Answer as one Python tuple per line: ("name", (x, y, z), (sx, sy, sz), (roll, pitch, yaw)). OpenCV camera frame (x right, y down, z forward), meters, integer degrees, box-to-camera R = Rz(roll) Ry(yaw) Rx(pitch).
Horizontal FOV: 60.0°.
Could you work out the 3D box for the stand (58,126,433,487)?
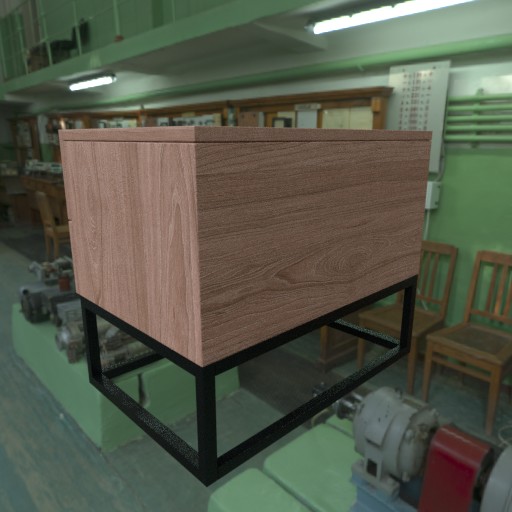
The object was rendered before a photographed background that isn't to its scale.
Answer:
("stand", (0.000, 0.000, 0.917), (0.600, 0.500, 0.420), (-14, 20, -42))
